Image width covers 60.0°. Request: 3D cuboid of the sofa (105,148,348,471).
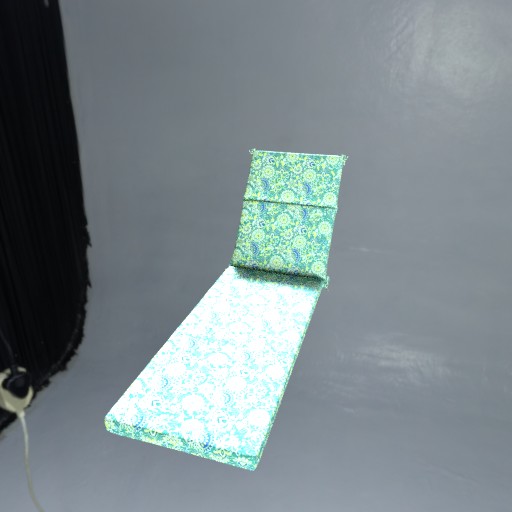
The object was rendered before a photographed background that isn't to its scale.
[{"bbox_3d":[0.000,0.000,1.962,0.582,0.622,1.663,8,26,16],"label":"sofa"}]
